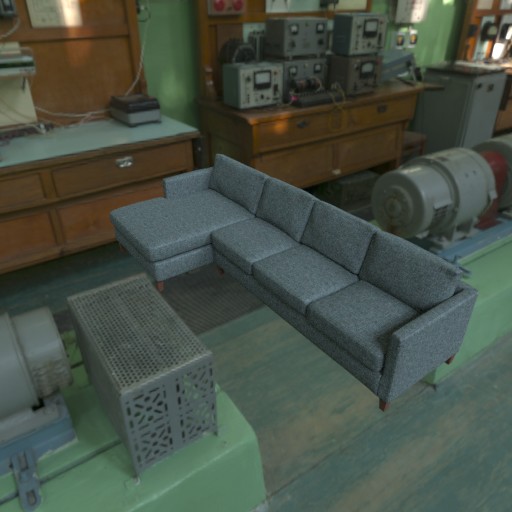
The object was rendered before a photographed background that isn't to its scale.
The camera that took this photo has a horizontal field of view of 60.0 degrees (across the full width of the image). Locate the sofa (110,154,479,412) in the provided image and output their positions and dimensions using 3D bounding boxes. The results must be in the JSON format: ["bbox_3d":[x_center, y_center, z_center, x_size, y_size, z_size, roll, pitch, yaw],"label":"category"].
[{"bbox_3d":[0.000,0.000,4.207,1.635,0.960,3.485,-21,37,-30],"label":"sofa"}]
